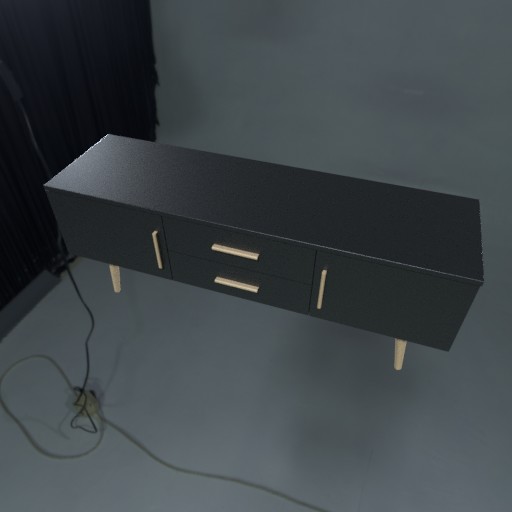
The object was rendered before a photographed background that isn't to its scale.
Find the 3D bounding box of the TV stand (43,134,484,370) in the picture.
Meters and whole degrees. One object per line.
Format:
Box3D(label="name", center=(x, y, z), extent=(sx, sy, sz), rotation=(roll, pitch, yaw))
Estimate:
Box3D(label="TV stand", center=(0.000, 0.000, 1.548), extent=(1.312, 0.518, 0.390), rotation=(13, 44, 14))
